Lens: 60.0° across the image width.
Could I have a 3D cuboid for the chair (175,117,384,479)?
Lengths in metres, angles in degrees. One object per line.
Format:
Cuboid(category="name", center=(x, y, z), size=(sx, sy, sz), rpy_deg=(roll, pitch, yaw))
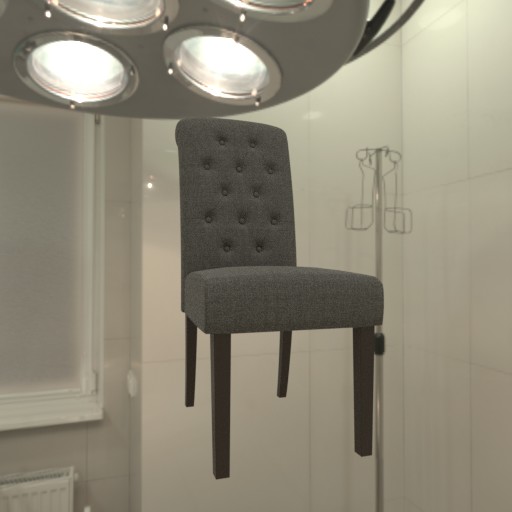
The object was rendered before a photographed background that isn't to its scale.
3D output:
Cuboid(category="chair", center=(0.000, 0.000, 1.360), size=(0.456, 1.006, 0.671), rpy_deg=(0, -1, -18))
